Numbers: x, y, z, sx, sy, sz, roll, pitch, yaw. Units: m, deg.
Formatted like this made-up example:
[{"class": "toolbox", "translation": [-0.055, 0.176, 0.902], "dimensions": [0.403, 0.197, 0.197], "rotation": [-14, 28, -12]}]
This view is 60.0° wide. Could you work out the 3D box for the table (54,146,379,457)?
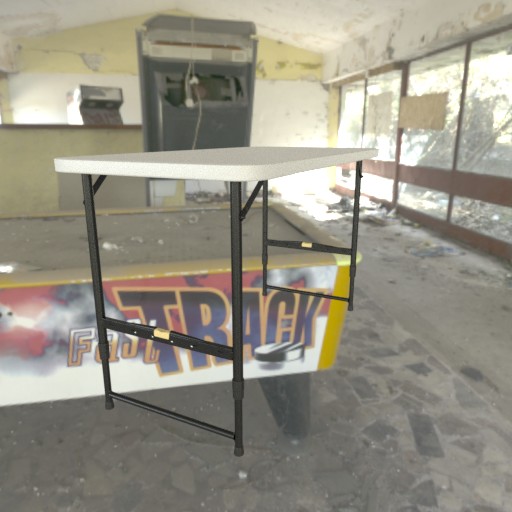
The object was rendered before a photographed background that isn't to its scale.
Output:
[{"class": "table", "translation": [0.000, 0.000, 1.608], "dimensions": [0.610, 0.737, 1.219], "rotation": [8, 17, 26]}]
